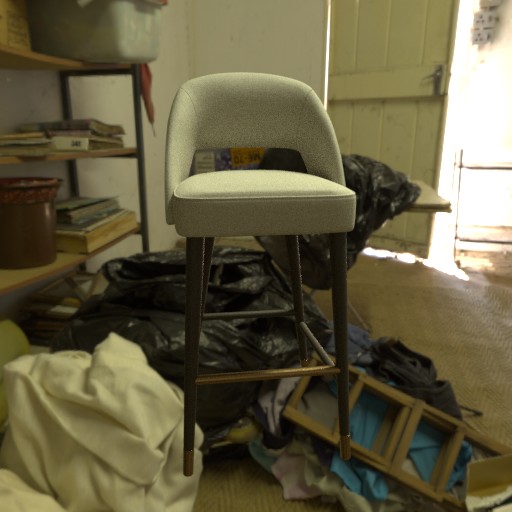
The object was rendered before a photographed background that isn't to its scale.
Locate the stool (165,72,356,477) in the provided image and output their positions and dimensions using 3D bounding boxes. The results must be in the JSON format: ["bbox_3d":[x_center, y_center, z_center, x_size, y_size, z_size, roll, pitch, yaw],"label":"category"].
[{"bbox_3d":[0.000,0.000,1.278,0.494,1.037,0.509,-2,16,-8],"label":"stool"}]
